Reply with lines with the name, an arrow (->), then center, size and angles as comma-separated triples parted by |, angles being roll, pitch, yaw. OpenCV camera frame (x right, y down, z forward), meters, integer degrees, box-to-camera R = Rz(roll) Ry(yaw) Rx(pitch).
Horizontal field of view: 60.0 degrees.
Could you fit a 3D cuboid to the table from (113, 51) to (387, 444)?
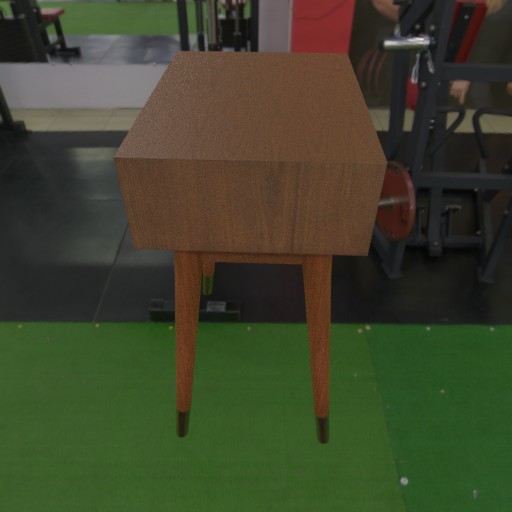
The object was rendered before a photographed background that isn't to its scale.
table -> 0.000, 0.000, 0.814 | 0.300, 0.599, 0.406 | 2, 41, 2
